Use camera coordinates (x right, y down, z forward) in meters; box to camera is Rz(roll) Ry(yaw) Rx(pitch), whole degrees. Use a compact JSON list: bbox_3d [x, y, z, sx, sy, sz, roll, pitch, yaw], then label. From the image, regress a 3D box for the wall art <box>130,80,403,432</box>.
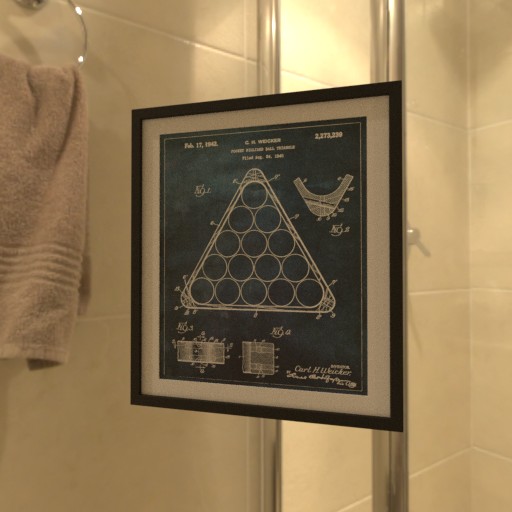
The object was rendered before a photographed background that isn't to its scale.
[{"bbox_3d":[0.000,0.000,1.203,0.755,0.863,0.028,0,-1,16],"label":"wall art"}]
